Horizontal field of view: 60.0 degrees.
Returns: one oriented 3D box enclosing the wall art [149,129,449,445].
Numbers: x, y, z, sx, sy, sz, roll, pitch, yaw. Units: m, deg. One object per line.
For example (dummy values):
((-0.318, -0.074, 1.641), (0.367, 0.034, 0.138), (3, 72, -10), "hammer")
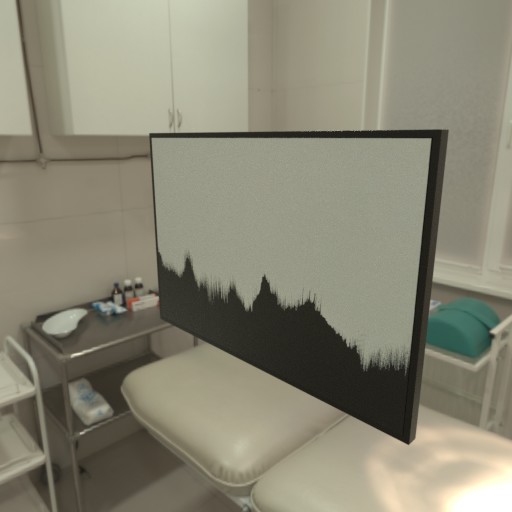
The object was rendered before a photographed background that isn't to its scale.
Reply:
((0.000, 0.000, 0.826), (0.022, 0.446, 0.659), (-14, 21, -43), "wall art")
